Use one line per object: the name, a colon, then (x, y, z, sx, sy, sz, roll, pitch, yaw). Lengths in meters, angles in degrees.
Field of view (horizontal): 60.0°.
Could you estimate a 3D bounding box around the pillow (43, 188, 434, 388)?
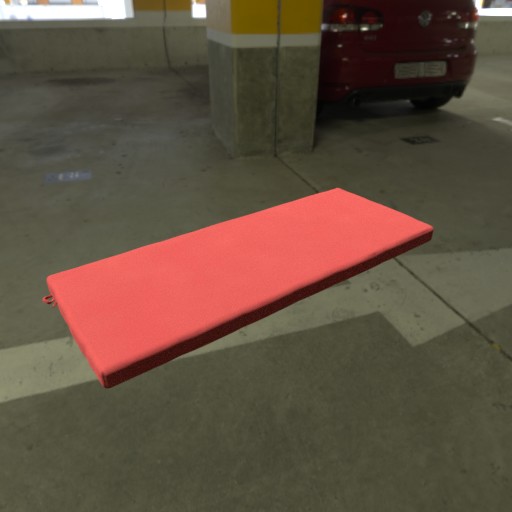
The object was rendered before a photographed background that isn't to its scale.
pillow: (0.000, 0.000, 1.382, 1.187, 0.081, 0.492, -20, 36, -31)
